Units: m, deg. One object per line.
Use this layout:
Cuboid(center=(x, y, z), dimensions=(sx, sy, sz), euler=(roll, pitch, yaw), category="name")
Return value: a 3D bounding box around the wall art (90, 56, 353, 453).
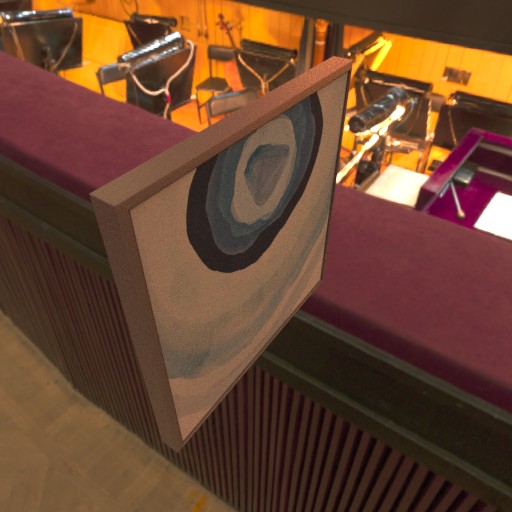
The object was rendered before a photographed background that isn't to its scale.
Cuboid(center=(0.000, 0.000, 0.512), dimensions=(0.028, 0.349, 0.349), euler=(25, 47, 26), category="wall art")
